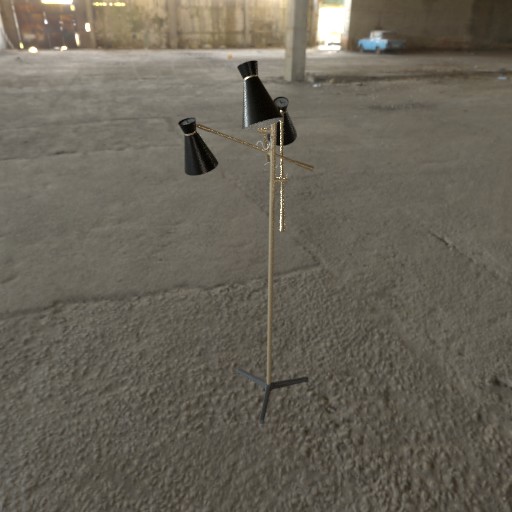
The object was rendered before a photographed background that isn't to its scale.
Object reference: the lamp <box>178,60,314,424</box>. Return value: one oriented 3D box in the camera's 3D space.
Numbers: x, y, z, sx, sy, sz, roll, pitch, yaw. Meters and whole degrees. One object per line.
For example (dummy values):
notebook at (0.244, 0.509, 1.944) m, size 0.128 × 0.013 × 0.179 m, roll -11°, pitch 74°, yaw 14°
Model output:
lamp at (0.000, 0.000, 2.189) m, size 0.653 × 1.804 × 0.750 m, roll -9°, pitch 29°, yaw -17°
